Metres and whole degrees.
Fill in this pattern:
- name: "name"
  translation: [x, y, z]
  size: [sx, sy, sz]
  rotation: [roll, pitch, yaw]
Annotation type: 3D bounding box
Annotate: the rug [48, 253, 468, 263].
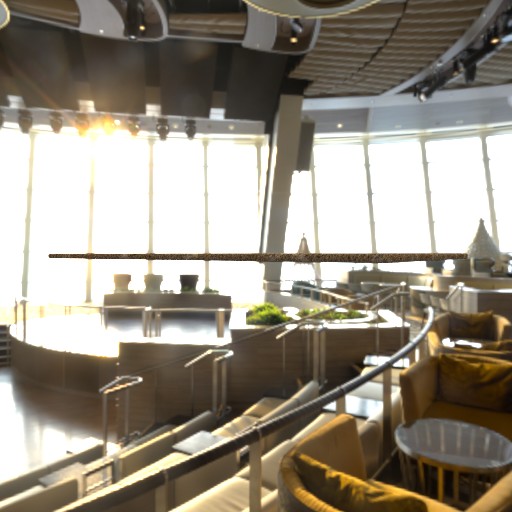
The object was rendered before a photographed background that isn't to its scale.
- name: "rug"
  translation: [0.000, 0.000, 2.261]
  size: [1.778, 0.030, 1.219]
  rotation: [0, 0, 35]
